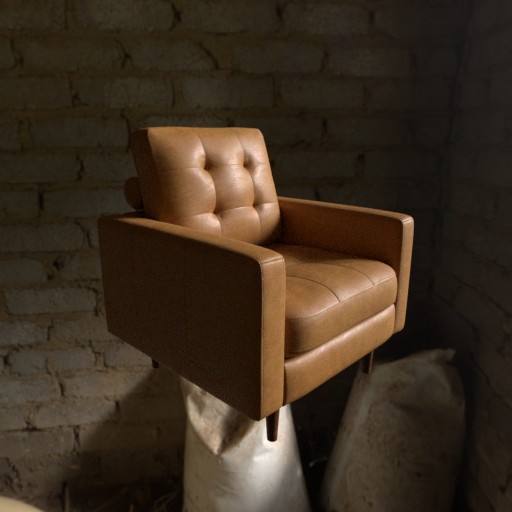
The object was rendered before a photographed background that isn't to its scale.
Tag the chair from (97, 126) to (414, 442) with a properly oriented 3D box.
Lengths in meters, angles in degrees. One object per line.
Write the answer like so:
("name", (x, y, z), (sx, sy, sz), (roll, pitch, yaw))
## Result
("chair", (0.000, 0.000, 1.596), (0.868, 0.896, 0.831), (15, 21, 42))
